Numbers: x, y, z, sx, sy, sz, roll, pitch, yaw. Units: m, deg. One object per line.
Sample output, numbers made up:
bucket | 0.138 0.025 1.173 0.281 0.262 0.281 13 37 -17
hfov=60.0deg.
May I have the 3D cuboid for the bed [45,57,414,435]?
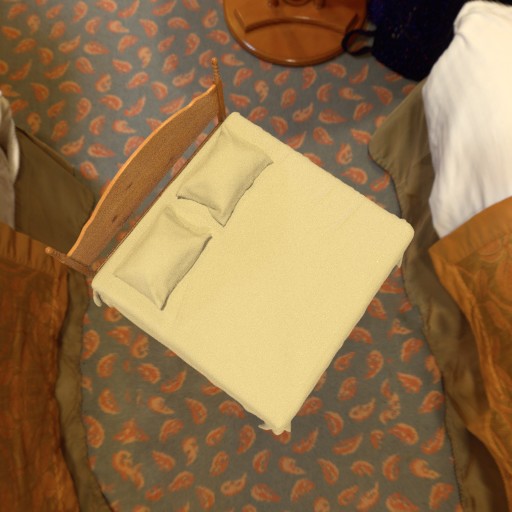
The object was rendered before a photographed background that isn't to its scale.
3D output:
bed | 0.000 0.000 3.695 2.219 1.355 2.322 35 79 8
